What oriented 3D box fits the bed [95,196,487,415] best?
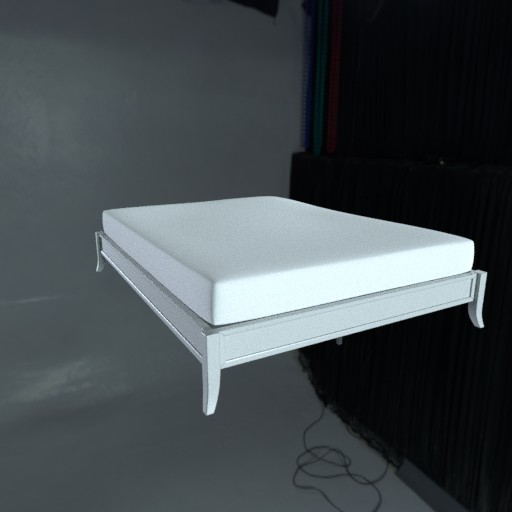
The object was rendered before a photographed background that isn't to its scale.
[{"bbox_3d":[0.000,0.000,2.806,1.604,0.510,2.108,-8,17,-28],"label":"bed"}]
